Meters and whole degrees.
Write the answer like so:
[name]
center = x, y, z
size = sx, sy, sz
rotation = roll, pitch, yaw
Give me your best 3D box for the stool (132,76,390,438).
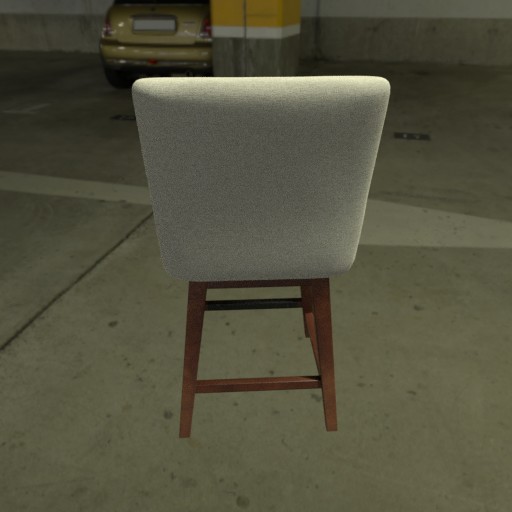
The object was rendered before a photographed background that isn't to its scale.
[stool]
center = 0.000, 0.000, 1.215
size = 0.469, 0.991, 0.559
rotation = -2, 30, -3
